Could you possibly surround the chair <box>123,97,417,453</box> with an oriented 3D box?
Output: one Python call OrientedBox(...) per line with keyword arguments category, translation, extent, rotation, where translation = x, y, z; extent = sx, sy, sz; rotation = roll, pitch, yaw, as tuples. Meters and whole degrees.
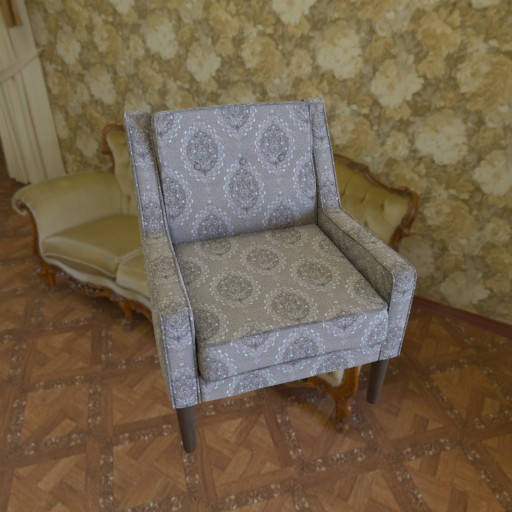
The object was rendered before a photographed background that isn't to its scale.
OrientedBox(category="chair", translation=(0.000, 0.000, 1.355), extent=(0.665, 0.797, 0.750), rotation=(-9, 33, -14))
